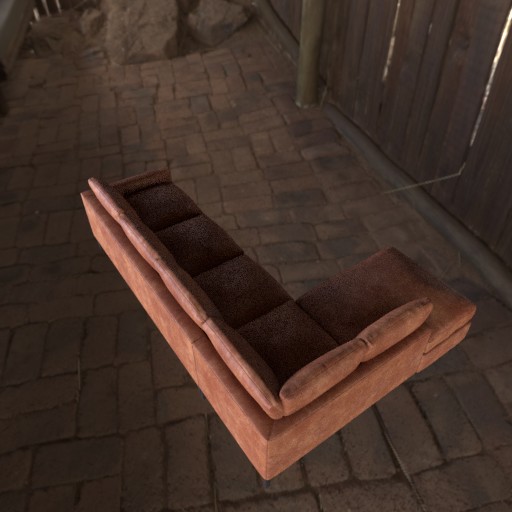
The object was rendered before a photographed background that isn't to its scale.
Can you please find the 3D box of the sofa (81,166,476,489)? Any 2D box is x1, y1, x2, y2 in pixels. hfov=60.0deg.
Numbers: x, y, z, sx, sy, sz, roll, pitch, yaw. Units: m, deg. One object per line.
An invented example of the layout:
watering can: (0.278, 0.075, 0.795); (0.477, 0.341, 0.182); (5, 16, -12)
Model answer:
sofa: (0.000, 0.000, 3.799); (1.938, 0.877, 2.984); (-25, 47, -26)
